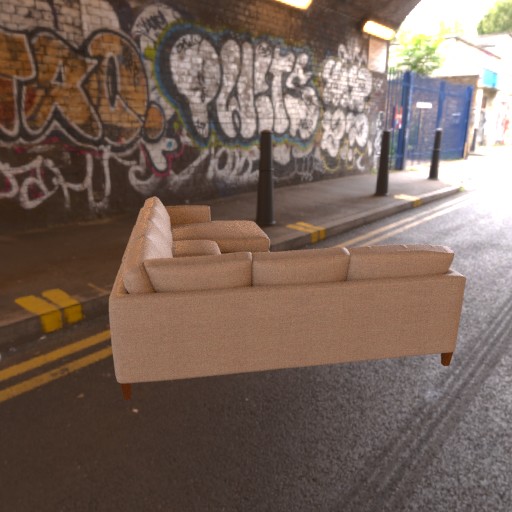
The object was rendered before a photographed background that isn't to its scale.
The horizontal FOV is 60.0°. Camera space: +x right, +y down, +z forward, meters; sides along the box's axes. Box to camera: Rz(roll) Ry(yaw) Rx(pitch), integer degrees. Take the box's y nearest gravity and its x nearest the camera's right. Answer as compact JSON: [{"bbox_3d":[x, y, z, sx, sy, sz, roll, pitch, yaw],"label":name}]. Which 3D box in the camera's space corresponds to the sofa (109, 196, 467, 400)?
[{"bbox_3d":[0.000,0.000,4.735,2.594,0.961,3.460,-3,17,-10],"label":"sofa"}]
